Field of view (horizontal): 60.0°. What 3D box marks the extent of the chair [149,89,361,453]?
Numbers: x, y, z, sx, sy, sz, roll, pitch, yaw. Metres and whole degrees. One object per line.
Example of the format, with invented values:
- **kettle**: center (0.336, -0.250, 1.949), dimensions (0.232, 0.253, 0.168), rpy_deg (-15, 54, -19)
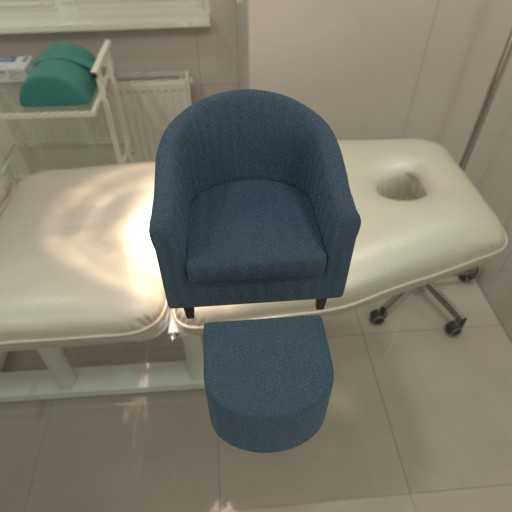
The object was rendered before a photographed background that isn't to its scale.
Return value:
- **chair**: center (0.000, 0.000, 1.718), dimensions (0.756, 0.757, 1.288), rpy_deg (-3, 46, -3)
